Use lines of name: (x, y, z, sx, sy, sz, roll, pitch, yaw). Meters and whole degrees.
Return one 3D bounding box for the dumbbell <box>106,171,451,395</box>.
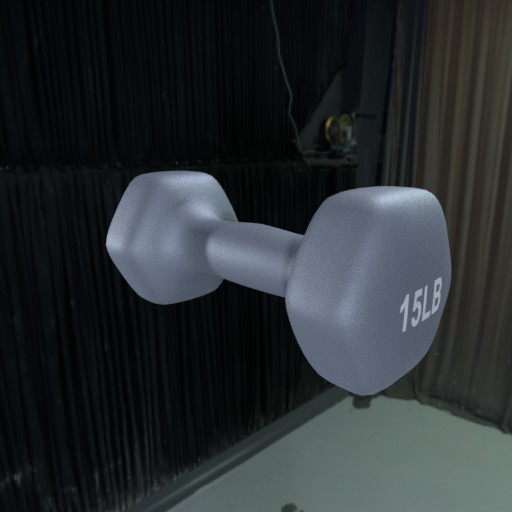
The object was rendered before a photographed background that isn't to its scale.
dumbbell: (0.000, 0.000, 0.303, 0.116, 0.105, 0.240, -14, 20, -43)
